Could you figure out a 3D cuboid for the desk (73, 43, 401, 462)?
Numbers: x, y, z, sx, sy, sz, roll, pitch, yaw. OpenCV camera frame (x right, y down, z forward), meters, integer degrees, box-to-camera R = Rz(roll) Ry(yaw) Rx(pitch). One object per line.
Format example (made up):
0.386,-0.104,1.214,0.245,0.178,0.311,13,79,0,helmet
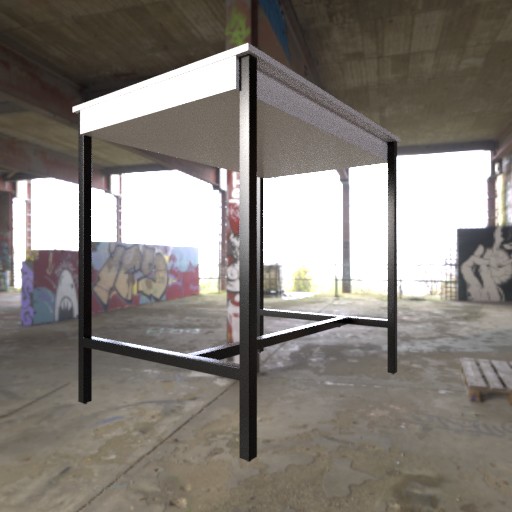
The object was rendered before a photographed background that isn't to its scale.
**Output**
0.000,0.000,1.294,0.573,0.766,0.811,0,0,37,desk
